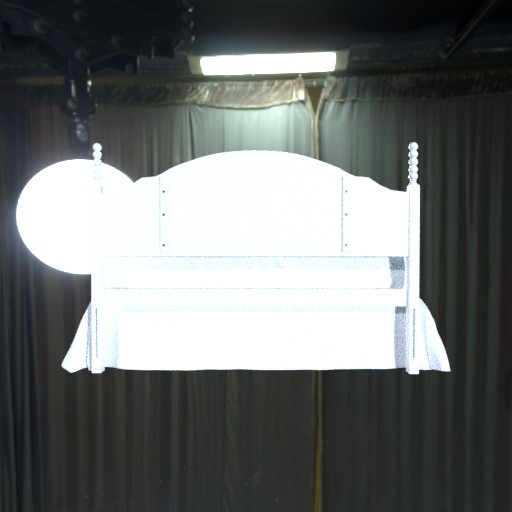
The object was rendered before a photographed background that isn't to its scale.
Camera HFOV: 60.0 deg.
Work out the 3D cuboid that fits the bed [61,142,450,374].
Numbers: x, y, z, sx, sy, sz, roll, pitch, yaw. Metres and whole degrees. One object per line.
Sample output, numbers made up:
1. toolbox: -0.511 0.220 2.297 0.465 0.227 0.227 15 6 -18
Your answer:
1. bed: 0.000 0.000 3.682 2.322 1.355 2.219 0 1 1
